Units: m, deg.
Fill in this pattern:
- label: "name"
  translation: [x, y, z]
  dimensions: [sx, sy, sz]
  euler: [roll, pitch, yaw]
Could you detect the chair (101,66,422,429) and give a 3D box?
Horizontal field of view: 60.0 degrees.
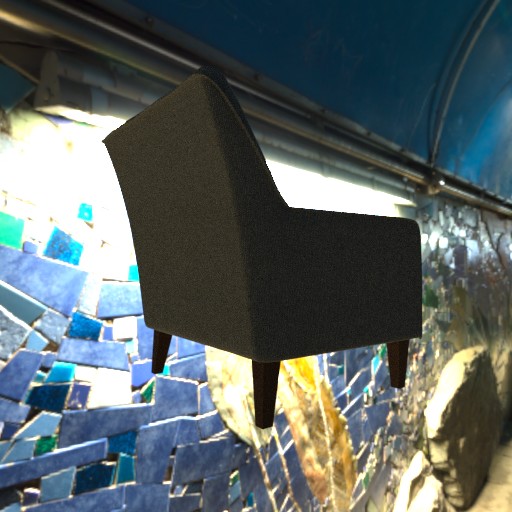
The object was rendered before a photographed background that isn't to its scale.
- label: "chair"
  translation: [0.000, 0.000, 1.604]
  dimensions: [0.899, 0.919, 0.780]
  euler: [1, -1, -36]
